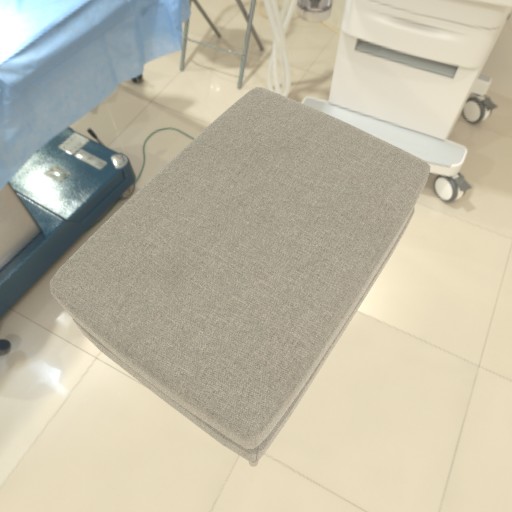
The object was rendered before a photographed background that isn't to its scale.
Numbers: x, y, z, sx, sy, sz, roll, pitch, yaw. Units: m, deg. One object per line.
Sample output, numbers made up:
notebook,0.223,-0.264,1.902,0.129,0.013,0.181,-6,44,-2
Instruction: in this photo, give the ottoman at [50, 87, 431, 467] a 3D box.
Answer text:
ottoman,0.000,0.000,1.183,0.584,0.457,0.838,31,63,17
